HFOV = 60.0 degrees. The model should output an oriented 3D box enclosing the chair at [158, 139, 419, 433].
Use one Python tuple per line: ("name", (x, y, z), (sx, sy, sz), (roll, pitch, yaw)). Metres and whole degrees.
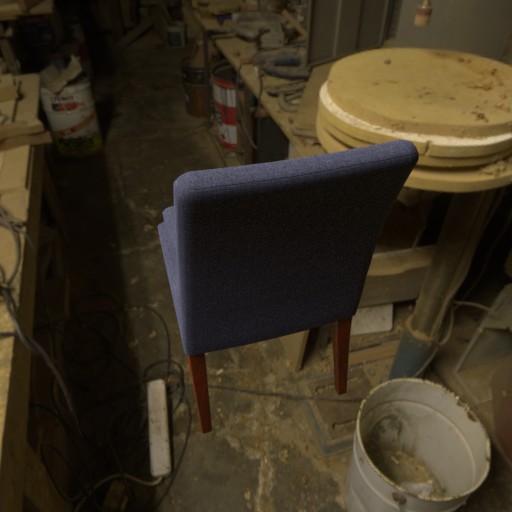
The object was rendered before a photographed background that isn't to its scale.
("chair", (0.000, 0.000, 1.286), (0.508, 0.952, 0.655), (-11, 43, -12))
